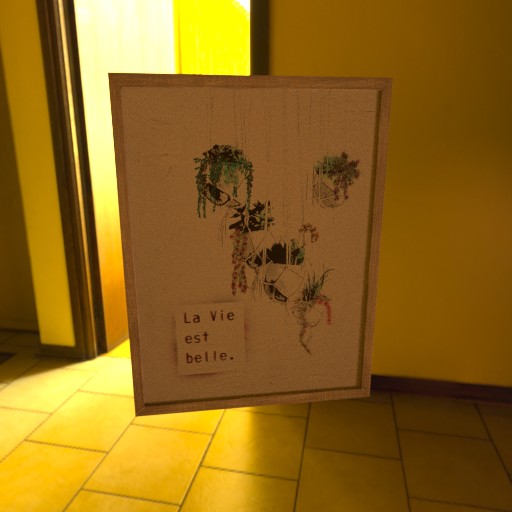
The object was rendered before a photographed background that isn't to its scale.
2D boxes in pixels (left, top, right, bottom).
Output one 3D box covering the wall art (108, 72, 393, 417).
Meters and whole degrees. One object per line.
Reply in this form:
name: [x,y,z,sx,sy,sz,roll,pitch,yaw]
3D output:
wall art: [0.000,0.000,1.347,0.781,1.022,0.035,-2,15,-8]
